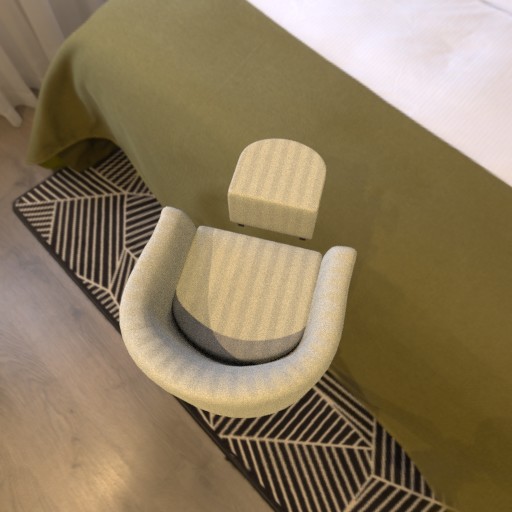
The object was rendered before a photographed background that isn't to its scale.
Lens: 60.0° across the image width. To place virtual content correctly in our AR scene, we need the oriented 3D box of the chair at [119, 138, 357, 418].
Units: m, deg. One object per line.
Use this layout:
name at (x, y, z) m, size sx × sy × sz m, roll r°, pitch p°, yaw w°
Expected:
chair at (0.000, 0.000, 1.825) m, size 0.756 × 0.757 × 1.288 m, roll 13°, pitch 65°, yaw 6°
